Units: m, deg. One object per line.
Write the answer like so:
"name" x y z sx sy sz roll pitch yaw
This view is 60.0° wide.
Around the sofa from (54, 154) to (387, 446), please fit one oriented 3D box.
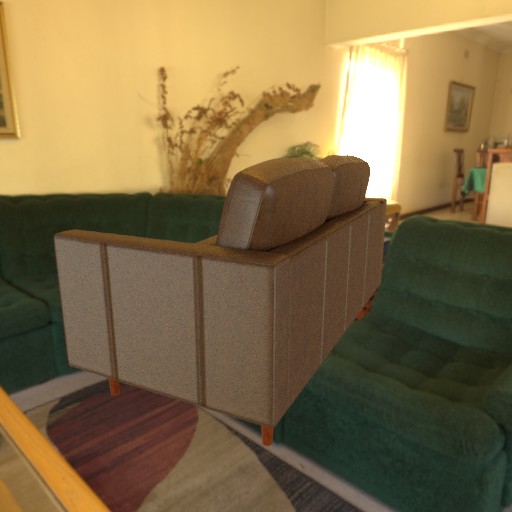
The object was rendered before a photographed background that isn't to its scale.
"sofa" 0.000 0.000 2.127 0.909 0.951 1.578 7 16 26
